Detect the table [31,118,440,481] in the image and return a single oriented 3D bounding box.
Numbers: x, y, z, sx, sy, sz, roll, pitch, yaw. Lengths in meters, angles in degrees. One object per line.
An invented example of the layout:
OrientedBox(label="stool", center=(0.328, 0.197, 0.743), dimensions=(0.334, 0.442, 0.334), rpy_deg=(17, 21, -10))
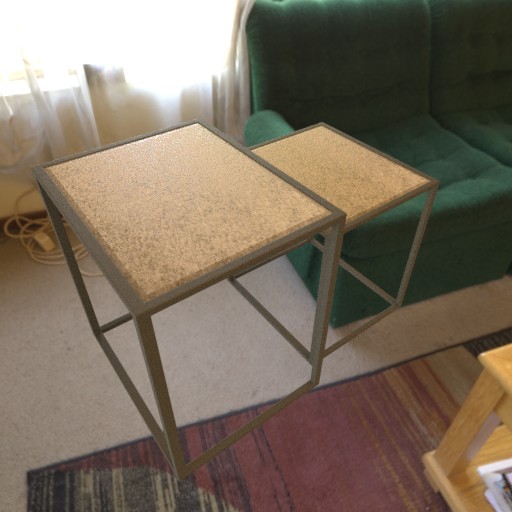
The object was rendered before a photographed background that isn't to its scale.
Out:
OrientedBox(label="table", center=(0.000, 0.000, 1.119), dimensions=(0.788, 0.540, 0.508), rpy_deg=(-26, 47, -27))
